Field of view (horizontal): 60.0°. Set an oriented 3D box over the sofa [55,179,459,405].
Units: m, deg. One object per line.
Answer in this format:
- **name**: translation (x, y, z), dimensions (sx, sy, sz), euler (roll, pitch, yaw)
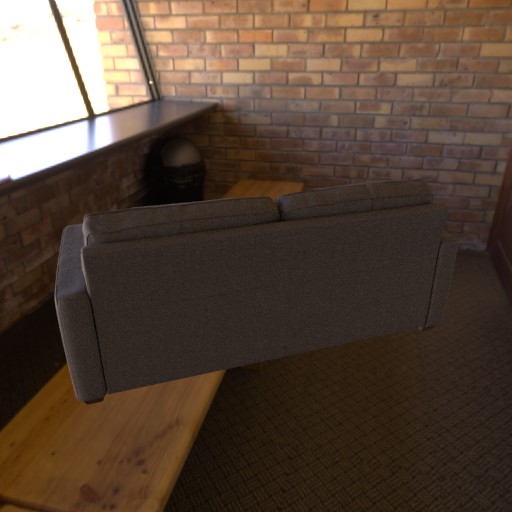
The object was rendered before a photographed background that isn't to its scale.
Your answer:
- **sofa**: translation (0.000, 0.000, 2.554), dimensions (2.080, 0.919, 0.940), euler (-8, 26, -17)
